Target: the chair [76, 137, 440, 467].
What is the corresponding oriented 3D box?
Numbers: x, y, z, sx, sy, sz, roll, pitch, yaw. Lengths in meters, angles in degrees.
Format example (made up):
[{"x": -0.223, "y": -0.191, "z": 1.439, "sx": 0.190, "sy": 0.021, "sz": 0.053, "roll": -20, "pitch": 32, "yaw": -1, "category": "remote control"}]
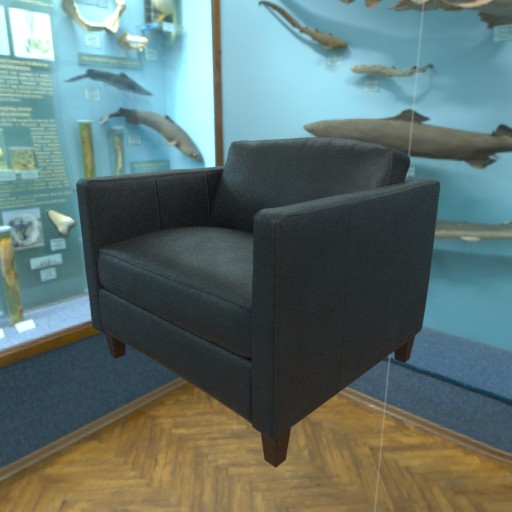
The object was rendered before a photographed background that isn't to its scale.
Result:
[{"x": 0.000, "y": 0.000, "z": 1.573, "sx": 0.939, "sy": 0.811, "sz": 0.862, "roll": 15, "pitch": 22, "yaw": 41, "category": "chair"}]
